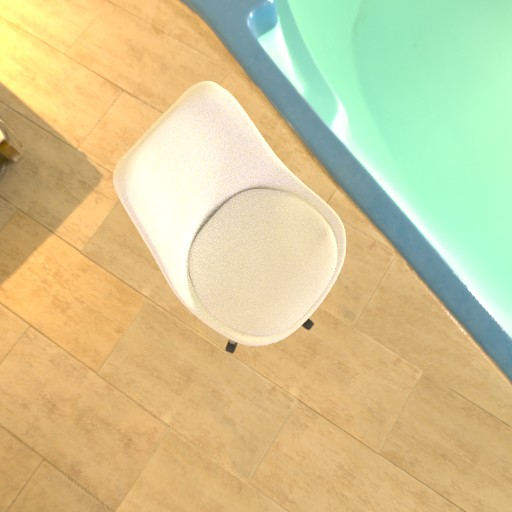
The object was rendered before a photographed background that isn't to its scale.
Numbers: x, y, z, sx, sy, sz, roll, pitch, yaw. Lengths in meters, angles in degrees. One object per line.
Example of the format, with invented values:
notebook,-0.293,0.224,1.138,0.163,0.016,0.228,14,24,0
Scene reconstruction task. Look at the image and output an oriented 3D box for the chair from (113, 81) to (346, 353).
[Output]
chair,0.000,0.000,1.317,0.550,0.930,0.550,38,79,9
